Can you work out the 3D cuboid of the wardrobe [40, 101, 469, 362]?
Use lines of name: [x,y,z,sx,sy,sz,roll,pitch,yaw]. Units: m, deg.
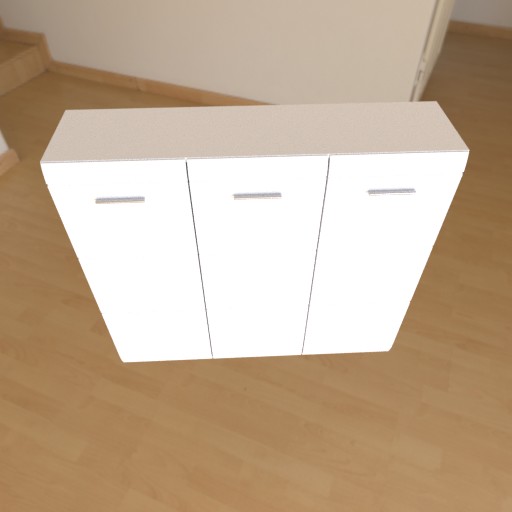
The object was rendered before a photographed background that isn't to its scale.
wardrobe: [0.000,0.000,1.912,1.340,1.200,0.360,-2,47,-2]
